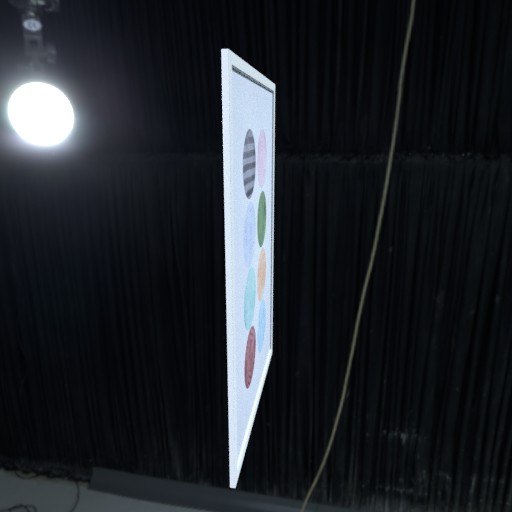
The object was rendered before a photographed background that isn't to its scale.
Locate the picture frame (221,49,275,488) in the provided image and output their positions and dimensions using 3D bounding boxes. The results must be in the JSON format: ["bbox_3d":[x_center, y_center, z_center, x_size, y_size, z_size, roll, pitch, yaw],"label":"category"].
[{"bbox_3d":[0.000,0.000,1.217,0.013,0.940,0.659,3,16,9],"label":"picture frame"}]
